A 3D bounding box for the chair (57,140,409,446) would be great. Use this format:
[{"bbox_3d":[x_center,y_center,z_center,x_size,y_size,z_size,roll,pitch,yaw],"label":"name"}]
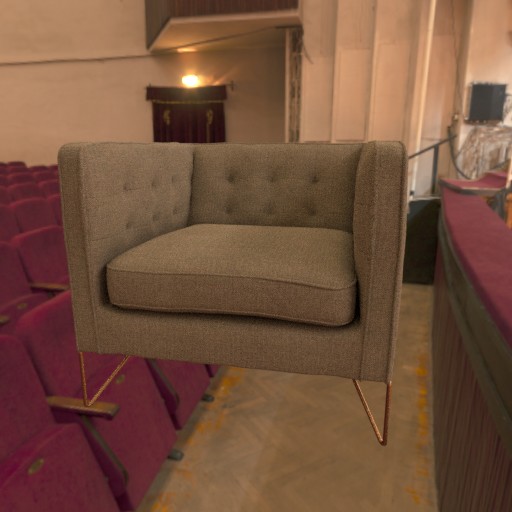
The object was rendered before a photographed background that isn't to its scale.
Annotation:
[{"bbox_3d":[0.000,0.000,1.581,0.920,0.799,0.912,3,14,12],"label":"chair"}]
